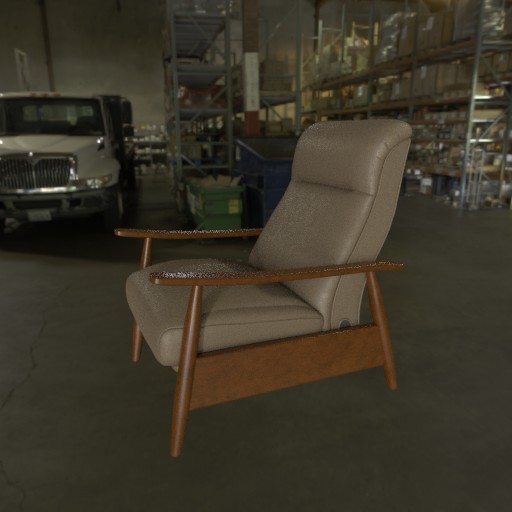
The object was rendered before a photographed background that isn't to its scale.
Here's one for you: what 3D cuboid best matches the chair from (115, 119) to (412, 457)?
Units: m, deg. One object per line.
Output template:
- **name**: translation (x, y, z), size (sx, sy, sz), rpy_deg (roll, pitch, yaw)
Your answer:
- **chair**: translation (0.000, 0.000, 1.831), size (1.014, 1.082, 0.762), rpy_deg (-7, 17, -24)
